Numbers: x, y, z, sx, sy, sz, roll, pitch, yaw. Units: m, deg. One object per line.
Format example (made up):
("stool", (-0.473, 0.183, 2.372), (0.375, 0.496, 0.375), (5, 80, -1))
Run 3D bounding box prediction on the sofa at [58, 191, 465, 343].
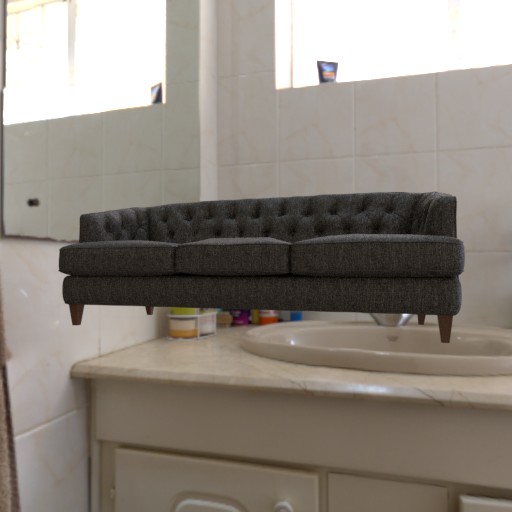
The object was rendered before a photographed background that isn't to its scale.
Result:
("sofa", (0.000, 0.000, 2.758), (2.278, 0.855, 0.941), (-1, -2, 18))
